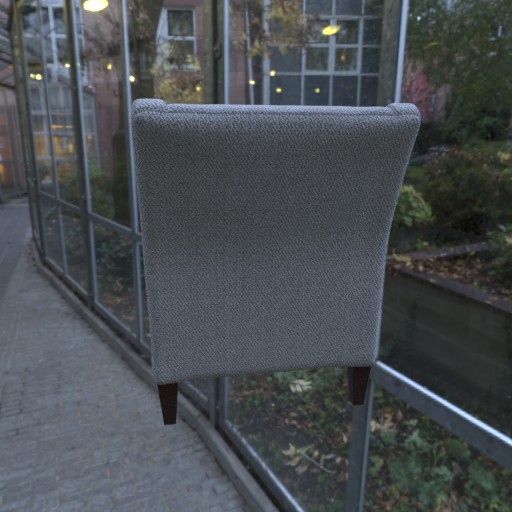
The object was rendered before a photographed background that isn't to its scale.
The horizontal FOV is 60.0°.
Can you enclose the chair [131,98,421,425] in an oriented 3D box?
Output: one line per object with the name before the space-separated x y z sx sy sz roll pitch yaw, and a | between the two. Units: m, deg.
chair | 0.000 0.000 1.631 0.774 1.014 0.870 -2 14 -10
